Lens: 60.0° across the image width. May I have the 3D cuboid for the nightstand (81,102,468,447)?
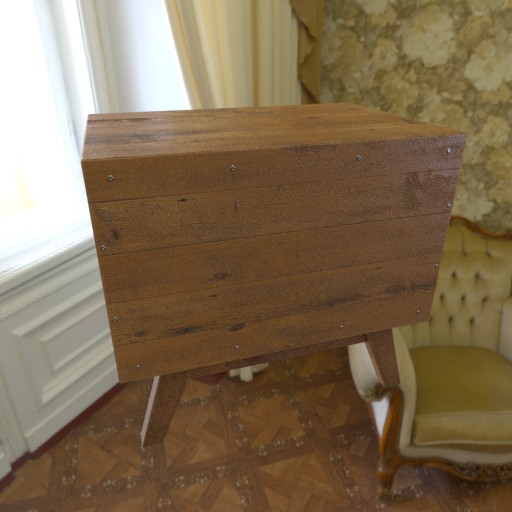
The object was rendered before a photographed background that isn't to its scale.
[{"bbox_3d":[0.000,0.000,1.022,0.650,0.599,0.450,-8,27,-16],"label":"nightstand"}]
